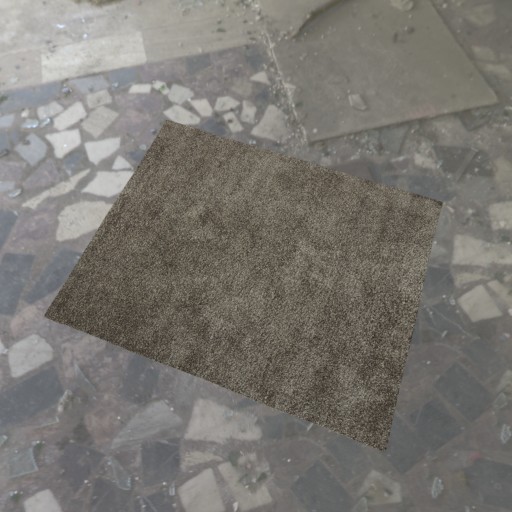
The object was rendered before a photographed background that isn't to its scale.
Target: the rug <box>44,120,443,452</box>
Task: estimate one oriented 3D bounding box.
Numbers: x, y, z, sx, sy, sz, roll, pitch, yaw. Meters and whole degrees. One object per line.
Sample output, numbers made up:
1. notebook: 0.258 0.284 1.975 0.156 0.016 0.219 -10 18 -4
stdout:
1. rug: 0.000 0.000 4.075 3.000 0.025 2.401 19 65 9
